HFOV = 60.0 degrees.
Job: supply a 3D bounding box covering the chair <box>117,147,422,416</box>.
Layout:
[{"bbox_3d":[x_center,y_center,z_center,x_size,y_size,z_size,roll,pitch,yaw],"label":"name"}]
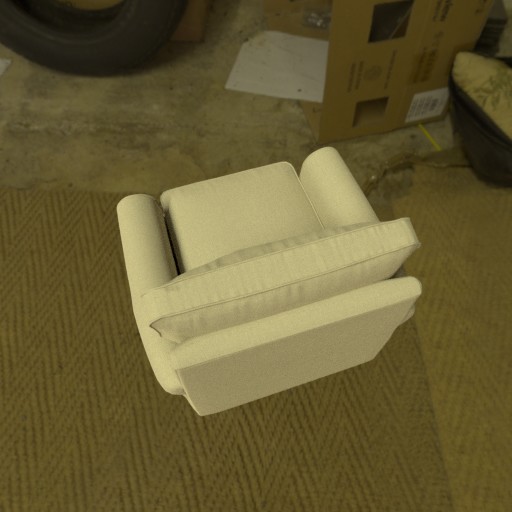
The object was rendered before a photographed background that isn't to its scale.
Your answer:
[{"bbox_3d":[0.000,0.000,1.843,1.029,0.967,0.966,-16,61,-9],"label":"chair"}]
